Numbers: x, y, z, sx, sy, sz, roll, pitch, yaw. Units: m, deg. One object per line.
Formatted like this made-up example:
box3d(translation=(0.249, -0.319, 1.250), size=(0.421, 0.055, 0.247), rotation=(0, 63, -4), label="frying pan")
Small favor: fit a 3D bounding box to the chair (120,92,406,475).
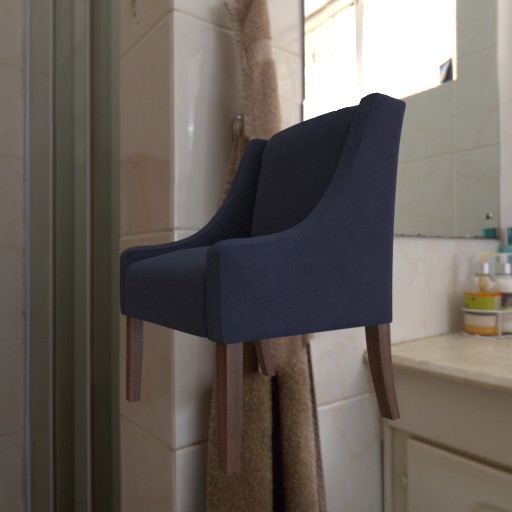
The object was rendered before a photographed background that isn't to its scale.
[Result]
box3d(translation=(0.000, 0.000, 1.312), size=(0.629, 0.895, 0.629), rotation=(0, -1, -35), label="chair")
